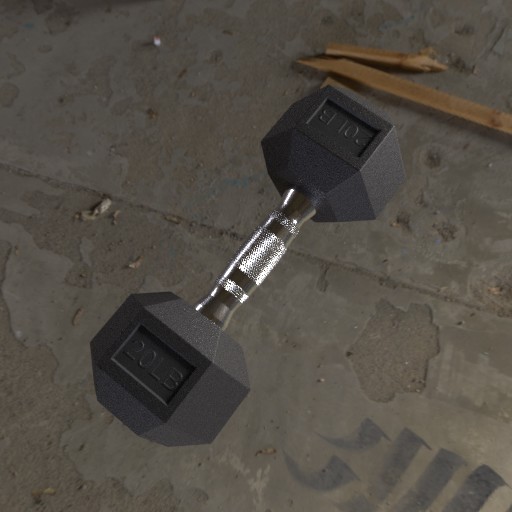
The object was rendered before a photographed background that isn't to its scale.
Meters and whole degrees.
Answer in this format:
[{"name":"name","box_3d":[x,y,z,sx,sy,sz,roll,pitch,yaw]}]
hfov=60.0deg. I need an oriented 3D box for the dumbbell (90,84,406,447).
[{"name":"dumbbell","box_3d":[0.000,0.000,0.349,0.116,0.101,0.297,36,78,9]}]
